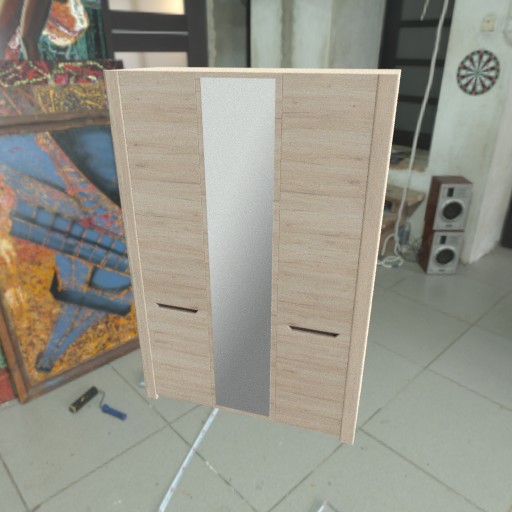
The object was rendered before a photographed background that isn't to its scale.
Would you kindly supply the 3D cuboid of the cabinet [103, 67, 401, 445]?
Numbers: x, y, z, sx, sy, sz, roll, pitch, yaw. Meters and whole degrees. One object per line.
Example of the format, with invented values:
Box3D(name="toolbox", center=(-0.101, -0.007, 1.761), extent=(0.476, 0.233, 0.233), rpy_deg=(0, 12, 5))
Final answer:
Box3D(name="cabinet", center=(0.000, 0.000, 2.673), extent=(1.400, 2.070, 0.580), rpy_deg=(7, 26, 16))
